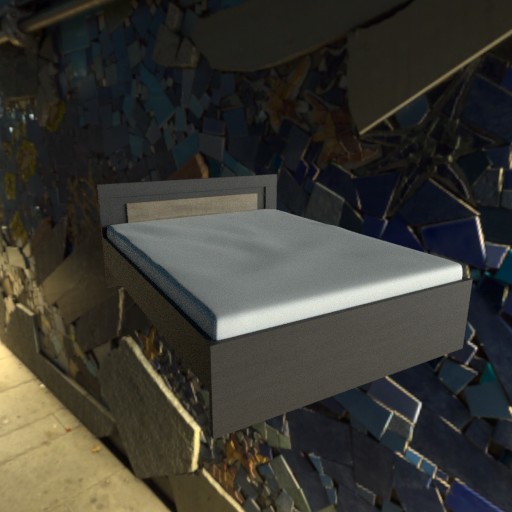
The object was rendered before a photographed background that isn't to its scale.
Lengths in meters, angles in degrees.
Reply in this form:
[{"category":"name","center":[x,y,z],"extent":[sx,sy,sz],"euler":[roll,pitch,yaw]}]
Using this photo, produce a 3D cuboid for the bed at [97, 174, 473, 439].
[{"category":"bed","center":[0.000,0.000,2.951],"extent":[1.585,0.823,2.073],"euler":[-9,18,-28]}]
